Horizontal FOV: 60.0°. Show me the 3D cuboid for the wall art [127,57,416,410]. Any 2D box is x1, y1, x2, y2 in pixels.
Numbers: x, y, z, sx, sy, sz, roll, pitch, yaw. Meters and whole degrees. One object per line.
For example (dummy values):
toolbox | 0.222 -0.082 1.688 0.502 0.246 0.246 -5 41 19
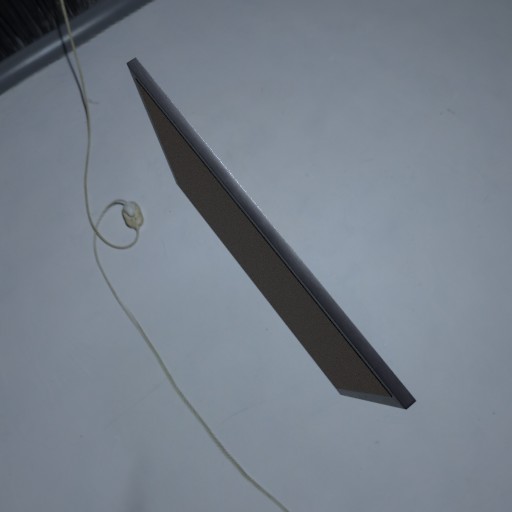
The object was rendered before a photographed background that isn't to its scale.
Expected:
wall art | 0.000 0.000 0.575 0.013 0.306 0.440 -36 78 -9
